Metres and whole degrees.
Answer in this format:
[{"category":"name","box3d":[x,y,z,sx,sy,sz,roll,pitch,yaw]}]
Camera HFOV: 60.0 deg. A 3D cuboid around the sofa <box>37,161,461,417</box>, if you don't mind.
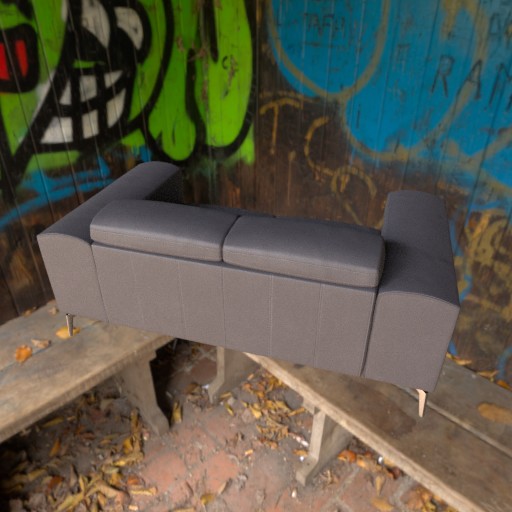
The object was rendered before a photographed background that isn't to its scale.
[{"category":"sofa","box3d":[0.000,0.000,2.371,1.895,0.779,1.003,9,34,14]}]
